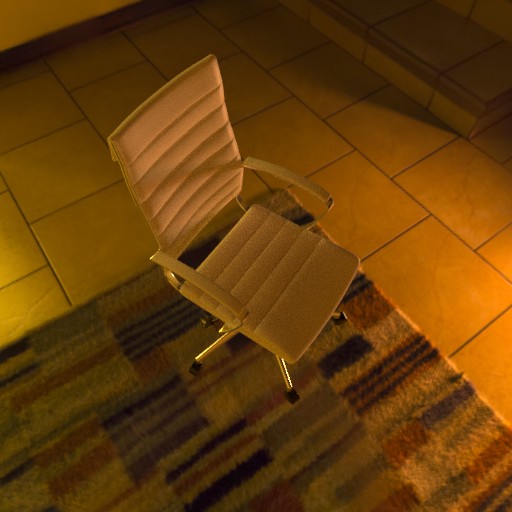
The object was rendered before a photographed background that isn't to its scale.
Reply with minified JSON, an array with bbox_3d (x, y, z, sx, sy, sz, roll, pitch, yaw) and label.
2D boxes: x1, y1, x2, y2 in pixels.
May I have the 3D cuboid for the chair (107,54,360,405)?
[{"bbox_3d":[0.000,0.000,1.626,0.739,1.149,0.766,30,63,17],"label":"chair"}]
